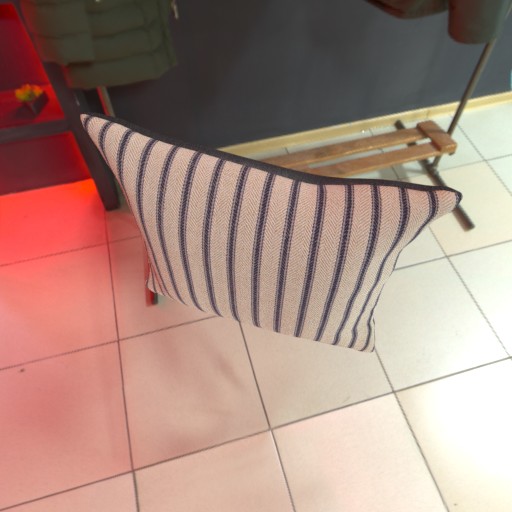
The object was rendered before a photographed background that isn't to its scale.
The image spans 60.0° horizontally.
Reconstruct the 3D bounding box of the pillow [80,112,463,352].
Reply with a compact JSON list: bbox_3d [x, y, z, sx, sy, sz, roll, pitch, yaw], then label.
[{"bbox_3d":[0.000,0.000,0.694,0.468,0.444,0.138,14,58,9],"label":"pillow"}]
